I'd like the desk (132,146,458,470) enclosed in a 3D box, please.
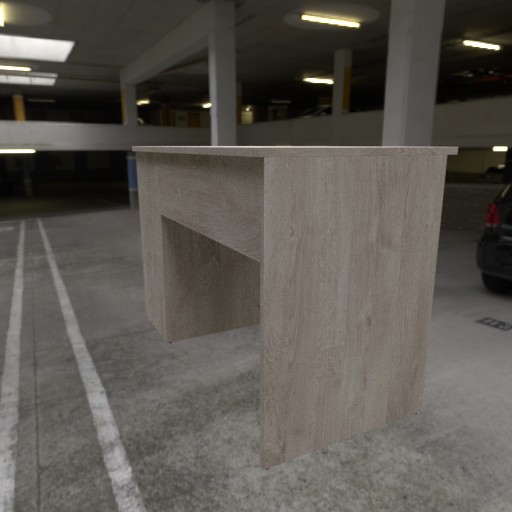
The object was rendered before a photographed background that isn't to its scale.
[{"bbox_3d":[0.000,0.000,1.534,0.560,0.735,1.097,-7,16,-27],"label":"desk"}]
